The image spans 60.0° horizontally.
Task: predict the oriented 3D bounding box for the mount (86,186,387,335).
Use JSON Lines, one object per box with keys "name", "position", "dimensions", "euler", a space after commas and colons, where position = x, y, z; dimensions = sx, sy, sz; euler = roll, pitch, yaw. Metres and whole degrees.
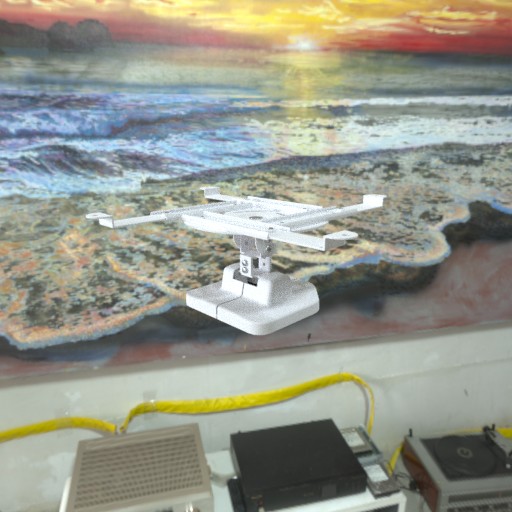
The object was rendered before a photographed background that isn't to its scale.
{"name": "mount", "position": [0.000, 0.000, 0.600], "dimensions": [0.394, 0.141, 0.394], "euler": [-15, 21, -43]}
